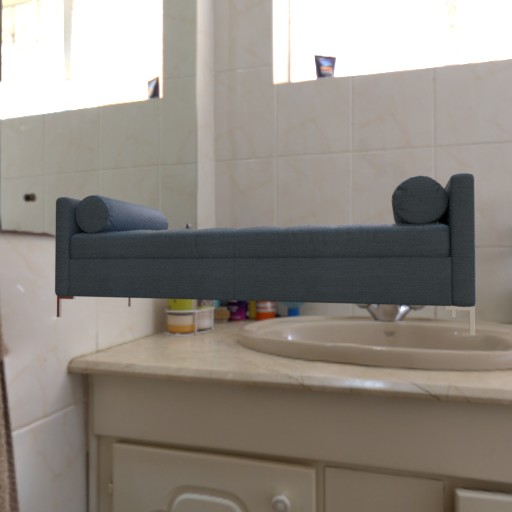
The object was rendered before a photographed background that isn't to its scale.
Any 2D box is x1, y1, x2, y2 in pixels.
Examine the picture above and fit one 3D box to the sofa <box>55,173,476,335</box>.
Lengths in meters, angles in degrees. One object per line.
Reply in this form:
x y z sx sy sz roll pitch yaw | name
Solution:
0.000 0.000 2.314 1.981 0.635 0.686 0 -1 18 | sofa
